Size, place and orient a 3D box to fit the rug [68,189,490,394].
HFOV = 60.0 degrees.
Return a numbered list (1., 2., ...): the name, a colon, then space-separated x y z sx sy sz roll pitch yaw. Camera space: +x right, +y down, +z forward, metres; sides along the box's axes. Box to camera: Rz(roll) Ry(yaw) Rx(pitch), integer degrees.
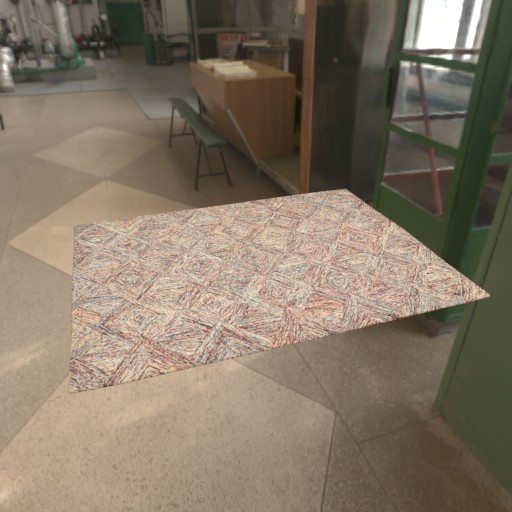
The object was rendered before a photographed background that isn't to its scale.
1. rug: 0.000 0.000 4.122 3.226 0.024 2.436 -10 32 -16
